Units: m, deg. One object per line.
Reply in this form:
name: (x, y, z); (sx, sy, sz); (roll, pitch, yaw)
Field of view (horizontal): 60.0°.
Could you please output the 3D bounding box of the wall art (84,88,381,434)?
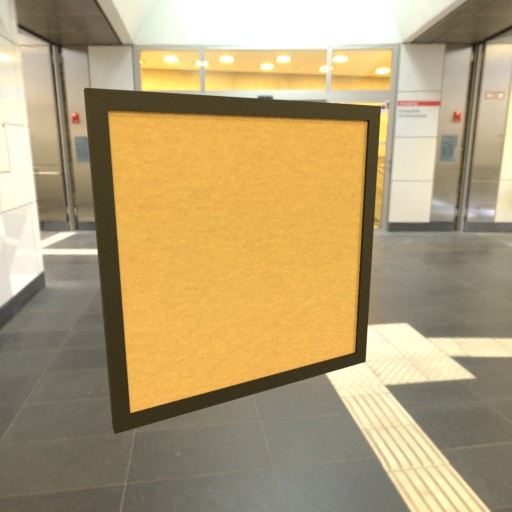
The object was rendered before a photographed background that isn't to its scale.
wall art: (0.000, 0.000, 0.528); (0.356, 0.356, 0.013); (-7, 15, -27)
